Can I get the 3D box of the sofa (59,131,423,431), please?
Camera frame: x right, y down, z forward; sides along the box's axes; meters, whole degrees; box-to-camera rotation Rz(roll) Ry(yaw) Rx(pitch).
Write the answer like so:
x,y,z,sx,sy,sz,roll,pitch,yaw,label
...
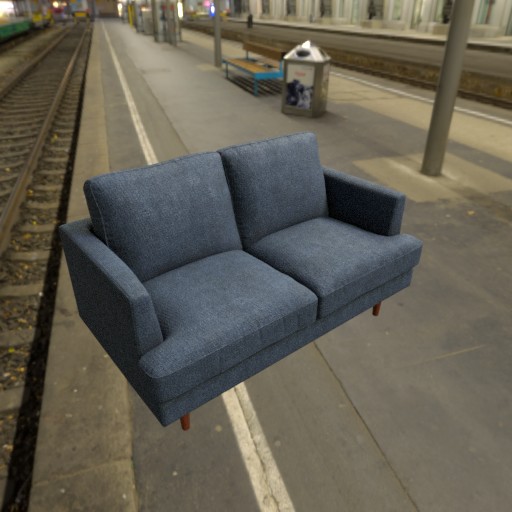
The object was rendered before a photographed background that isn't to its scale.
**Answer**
x,y,z,sx,sy,sz,roll,pitch,yaw,label
0.000,0.000,2.192,1.582,0.944,0.903,-21,36,-33,sofa
